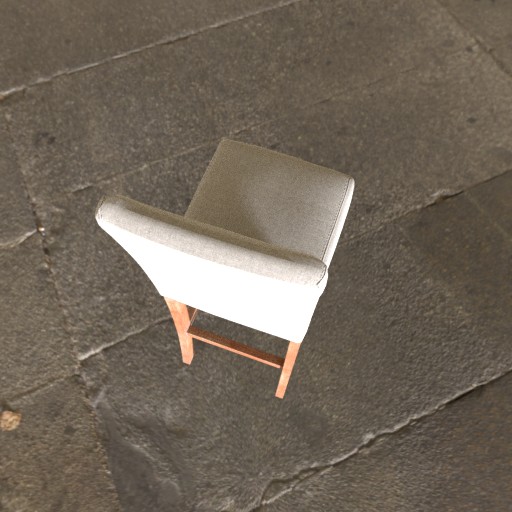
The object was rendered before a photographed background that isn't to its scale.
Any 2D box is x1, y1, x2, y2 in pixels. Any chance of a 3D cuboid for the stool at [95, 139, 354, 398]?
[{"bbox_3d":[0.000,0.000,1.335,0.439,1.088,0.570,18,65,9],"label":"stool"}]
